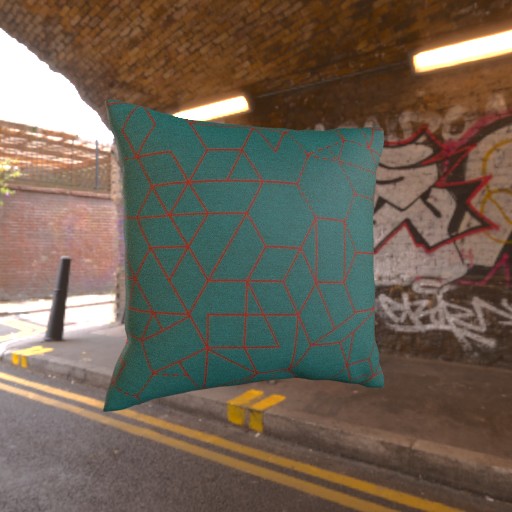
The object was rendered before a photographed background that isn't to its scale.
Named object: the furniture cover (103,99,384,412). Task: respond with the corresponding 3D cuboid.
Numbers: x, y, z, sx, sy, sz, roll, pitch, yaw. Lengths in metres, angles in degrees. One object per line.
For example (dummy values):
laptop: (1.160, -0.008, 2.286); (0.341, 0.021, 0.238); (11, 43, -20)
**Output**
furniture cover: (0.000, 0.000, 0.794); (0.517, 0.508, 0.158); (0, 0, -17)
